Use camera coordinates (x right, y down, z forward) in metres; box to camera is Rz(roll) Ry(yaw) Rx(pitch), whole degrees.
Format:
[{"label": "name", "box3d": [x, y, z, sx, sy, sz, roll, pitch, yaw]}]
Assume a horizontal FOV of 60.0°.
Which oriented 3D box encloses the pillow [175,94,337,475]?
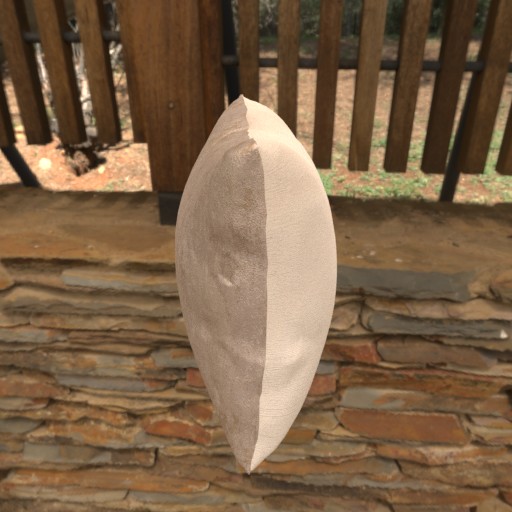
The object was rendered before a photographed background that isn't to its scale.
[{"label": "pillow", "box3d": [0.000, 0.000, 0.707, 0.245, 0.448, 0.450, 0, 26, -1]}]
